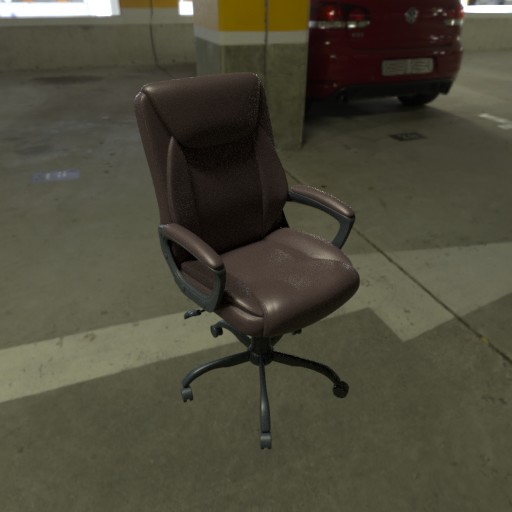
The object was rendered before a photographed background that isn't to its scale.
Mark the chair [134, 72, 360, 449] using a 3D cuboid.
[{"bbox_3d":[0.000,0.000,1.488,0.615,1.072,0.655,-21,37,-32],"label":"chair"}]
